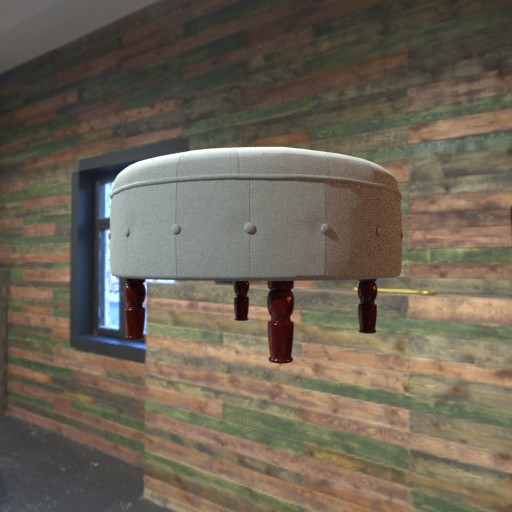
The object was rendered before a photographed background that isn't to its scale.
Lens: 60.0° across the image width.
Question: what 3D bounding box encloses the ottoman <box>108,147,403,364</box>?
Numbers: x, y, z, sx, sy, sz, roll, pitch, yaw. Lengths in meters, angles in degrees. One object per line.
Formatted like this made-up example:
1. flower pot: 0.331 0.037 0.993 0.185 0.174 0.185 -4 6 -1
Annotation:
1. ottoman: 0.000 0.000 1.354 0.850 0.483 0.850 0 -1 0
